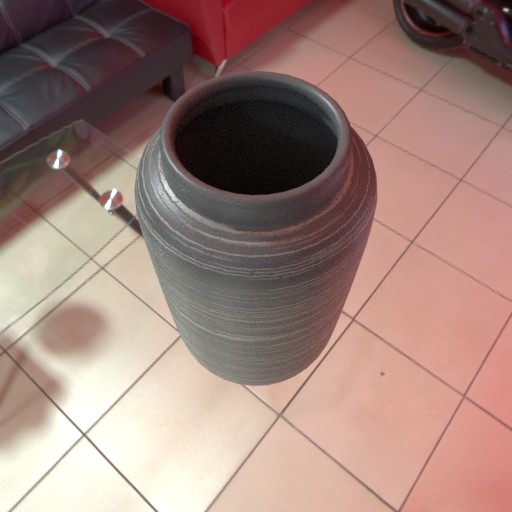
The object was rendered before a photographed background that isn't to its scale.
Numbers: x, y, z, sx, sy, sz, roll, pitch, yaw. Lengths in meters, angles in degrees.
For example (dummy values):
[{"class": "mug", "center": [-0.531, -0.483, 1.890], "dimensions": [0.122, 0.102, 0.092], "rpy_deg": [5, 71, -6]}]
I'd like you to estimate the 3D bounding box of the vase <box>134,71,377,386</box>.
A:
[{"class": "vase", "center": [0.000, 0.000, 0.674], "dimensions": [0.297, 0.499, 0.297], "rpy_deg": [0, 58, 0]}]
